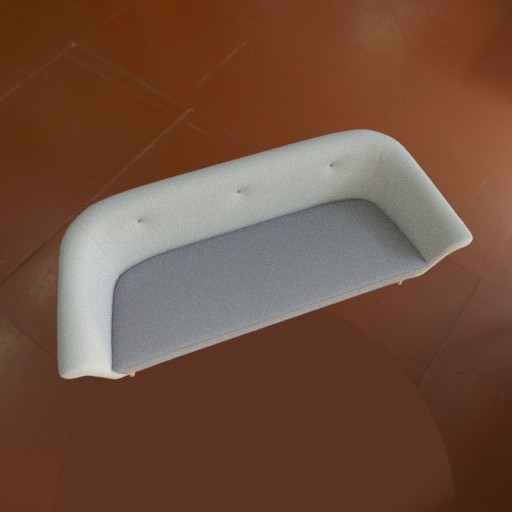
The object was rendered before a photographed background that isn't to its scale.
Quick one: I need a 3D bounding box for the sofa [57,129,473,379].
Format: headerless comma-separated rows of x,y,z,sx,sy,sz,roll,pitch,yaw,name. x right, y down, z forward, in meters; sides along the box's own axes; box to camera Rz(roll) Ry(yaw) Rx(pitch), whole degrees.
0.000,0.000,2.510,2.160,0.795,0.827,-17,65,-9,sofa
